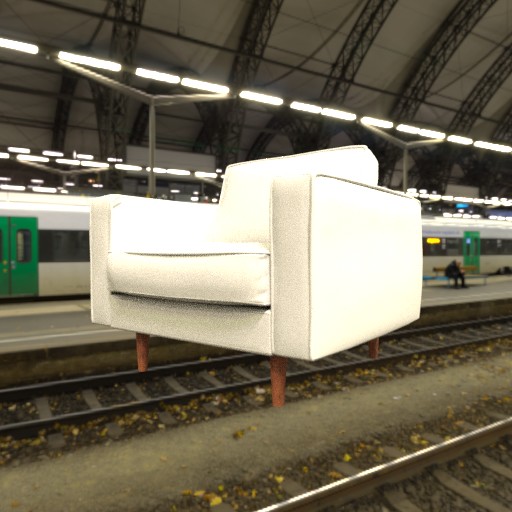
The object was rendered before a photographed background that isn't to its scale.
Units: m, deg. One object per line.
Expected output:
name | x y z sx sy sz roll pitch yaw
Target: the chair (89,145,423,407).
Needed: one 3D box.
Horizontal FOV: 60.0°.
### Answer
chair | 0.000 0.000 1.543 0.928 0.773 0.843 1 1 37
